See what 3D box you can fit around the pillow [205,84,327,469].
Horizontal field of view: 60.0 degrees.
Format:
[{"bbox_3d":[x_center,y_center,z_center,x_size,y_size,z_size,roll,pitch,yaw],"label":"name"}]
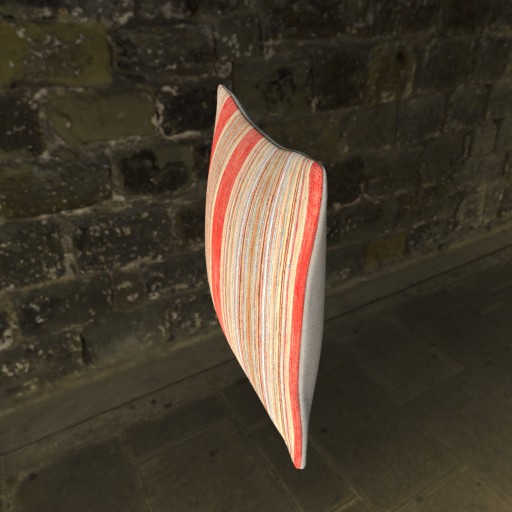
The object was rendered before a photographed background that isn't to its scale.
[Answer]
[{"bbox_3d":[0.000,0.000,0.658,0.136,0.419,0.437,-8,32,-13],"label":"pillow"}]
